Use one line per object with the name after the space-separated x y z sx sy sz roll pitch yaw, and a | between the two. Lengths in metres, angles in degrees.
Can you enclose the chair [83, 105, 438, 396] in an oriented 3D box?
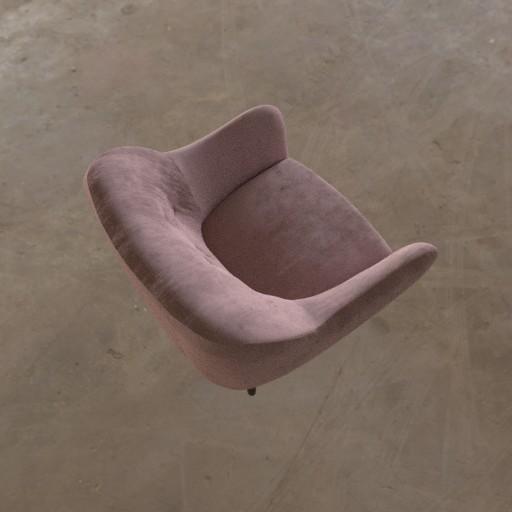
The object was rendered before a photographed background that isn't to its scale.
0.000 0.000 1.528 0.820 0.820 0.840 -33 64 -18 | chair
